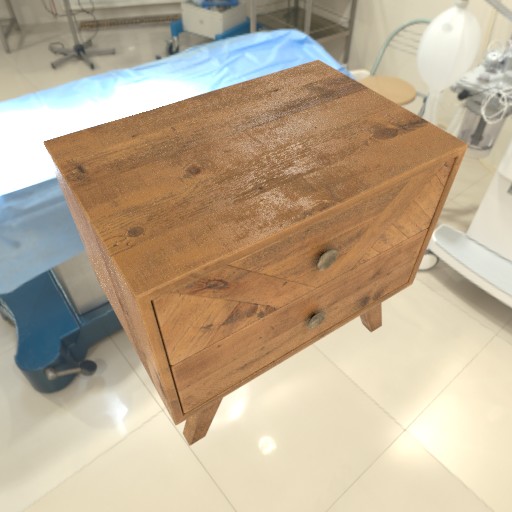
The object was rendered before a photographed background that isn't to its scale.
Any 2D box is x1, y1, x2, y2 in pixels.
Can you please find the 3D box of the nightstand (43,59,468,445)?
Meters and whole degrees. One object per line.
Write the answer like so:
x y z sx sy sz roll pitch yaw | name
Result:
0.000 0.000 1.028 0.650 0.599 0.450 -25 52 -22 | nightstand
